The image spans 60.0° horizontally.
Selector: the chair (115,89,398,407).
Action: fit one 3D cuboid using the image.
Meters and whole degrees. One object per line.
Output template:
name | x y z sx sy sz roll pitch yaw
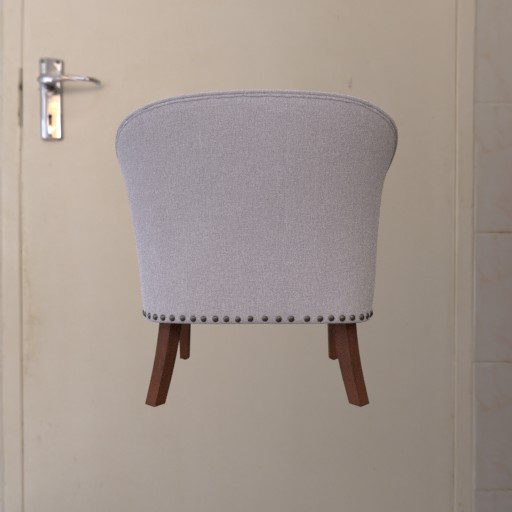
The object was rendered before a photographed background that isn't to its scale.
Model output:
chair | 0.000 0.000 1.417 0.798 0.815 0.704 0 1 0
